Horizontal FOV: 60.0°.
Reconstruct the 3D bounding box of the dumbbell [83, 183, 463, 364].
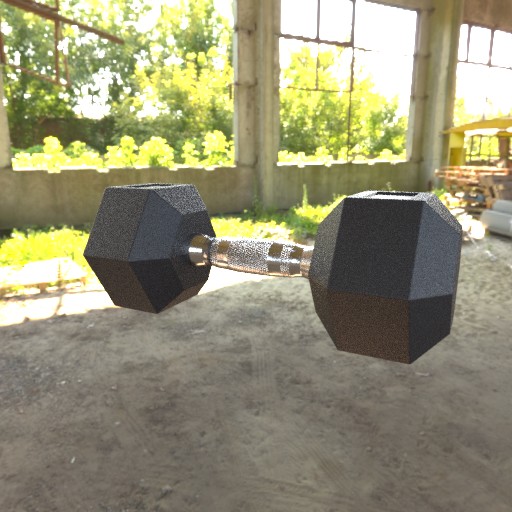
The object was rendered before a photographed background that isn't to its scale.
[{"bbox_3d":[0.000,0.000,0.379,0.315,0.113,0.129,6,14,26],"label":"dumbbell"}]
